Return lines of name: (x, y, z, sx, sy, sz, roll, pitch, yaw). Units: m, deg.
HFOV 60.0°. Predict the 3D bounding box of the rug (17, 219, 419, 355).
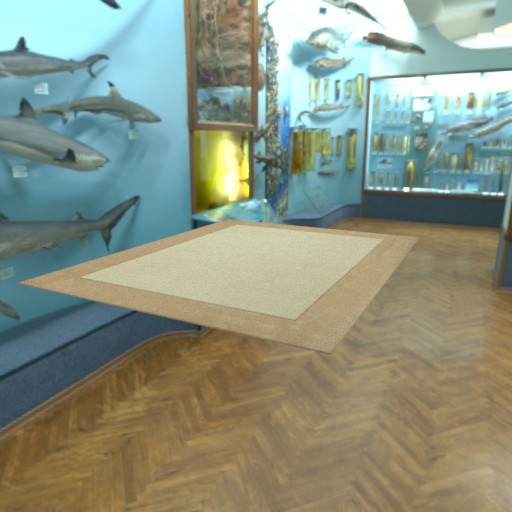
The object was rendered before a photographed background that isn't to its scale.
rug: (0.000, 0.000, 4.078, 2.438, 0.014, 3.048, 8, 17, 27)
